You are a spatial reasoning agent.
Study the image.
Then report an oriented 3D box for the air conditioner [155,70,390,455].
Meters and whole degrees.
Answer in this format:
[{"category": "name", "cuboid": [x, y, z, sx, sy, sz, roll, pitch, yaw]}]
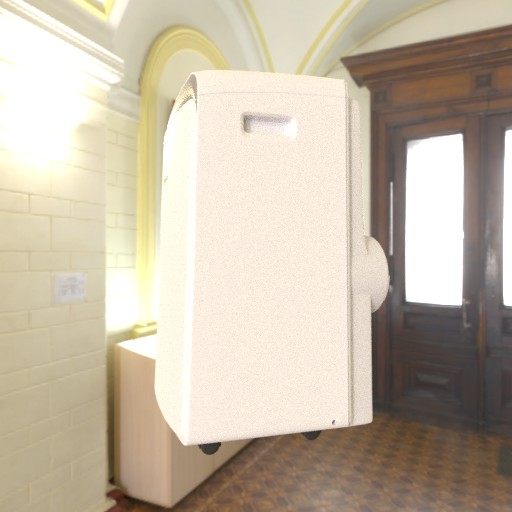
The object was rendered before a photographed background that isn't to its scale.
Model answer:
[{"category": "air conditioner", "cuboid": [0.000, 0.000, 1.079, 0.467, 0.765, 0.478, 0, 0, -19]}]
